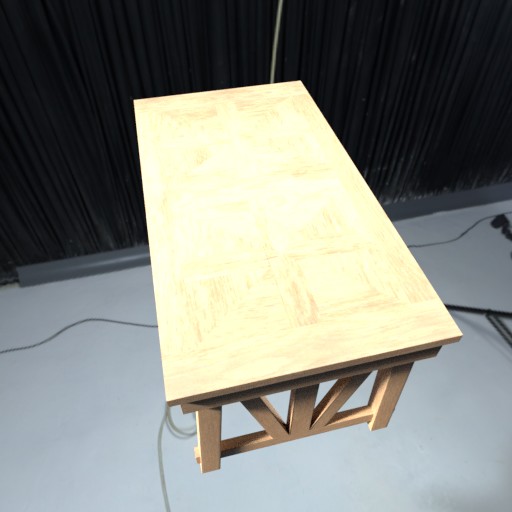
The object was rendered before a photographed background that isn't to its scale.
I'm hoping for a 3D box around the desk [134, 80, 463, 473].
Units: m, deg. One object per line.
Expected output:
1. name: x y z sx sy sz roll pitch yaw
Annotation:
1. desk: 0.000 0.000 1.925 0.813 0.762 1.499 -10 49 -9
